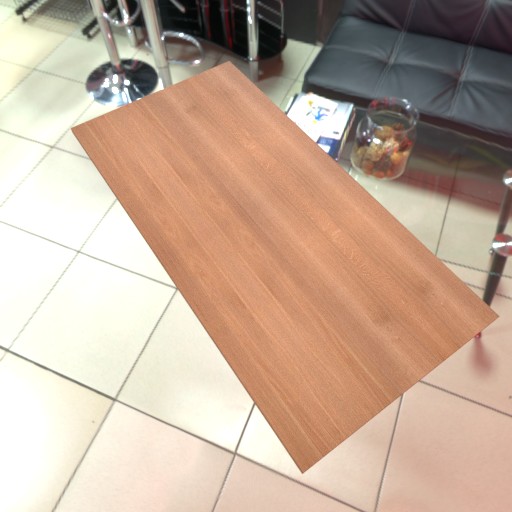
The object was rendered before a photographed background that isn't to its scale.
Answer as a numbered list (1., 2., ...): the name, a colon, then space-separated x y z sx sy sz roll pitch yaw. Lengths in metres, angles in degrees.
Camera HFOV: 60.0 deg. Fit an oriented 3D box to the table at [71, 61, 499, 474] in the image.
1. table: 0.000 0.000 2.177 0.900 0.750 1.800 -31 63 -17
